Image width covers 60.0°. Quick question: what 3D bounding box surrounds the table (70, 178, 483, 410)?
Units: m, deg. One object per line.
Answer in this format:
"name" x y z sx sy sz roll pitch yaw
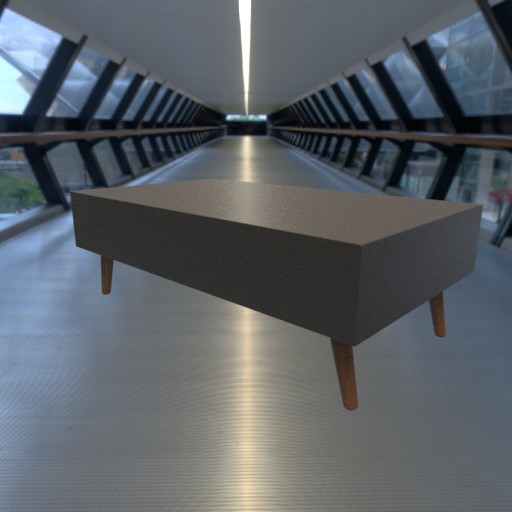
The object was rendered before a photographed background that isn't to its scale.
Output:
"table" 0.000 0.000 1.517 1.201 0.404 0.703 14 20 41
